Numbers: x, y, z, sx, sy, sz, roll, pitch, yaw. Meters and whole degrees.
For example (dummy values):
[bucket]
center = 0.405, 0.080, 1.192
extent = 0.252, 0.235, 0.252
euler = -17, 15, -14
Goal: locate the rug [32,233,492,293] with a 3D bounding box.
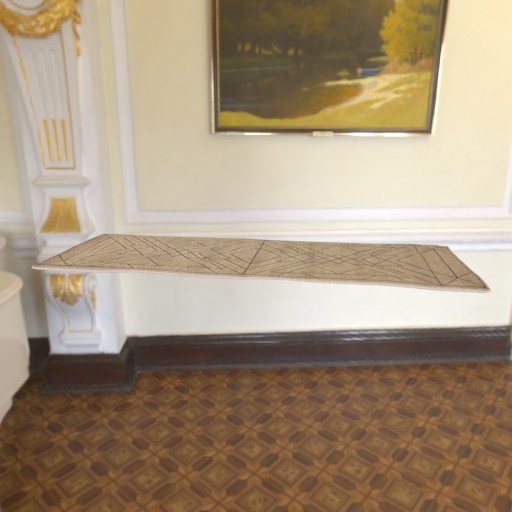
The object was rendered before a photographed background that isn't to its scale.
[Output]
[rug]
center = 0.000, 0.000, 2.647
extent = 2.381, 0.036, 0.831
euler = 2, 16, 9
